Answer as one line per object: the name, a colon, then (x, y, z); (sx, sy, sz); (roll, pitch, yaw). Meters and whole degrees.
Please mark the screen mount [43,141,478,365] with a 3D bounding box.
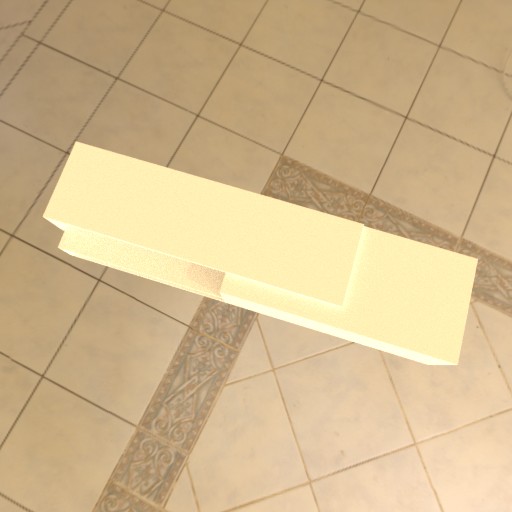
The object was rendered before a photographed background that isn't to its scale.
screen mount: (0.000, 0.000, 1.874); (1.680, 0.320, 0.420); (17, 77, 4)
